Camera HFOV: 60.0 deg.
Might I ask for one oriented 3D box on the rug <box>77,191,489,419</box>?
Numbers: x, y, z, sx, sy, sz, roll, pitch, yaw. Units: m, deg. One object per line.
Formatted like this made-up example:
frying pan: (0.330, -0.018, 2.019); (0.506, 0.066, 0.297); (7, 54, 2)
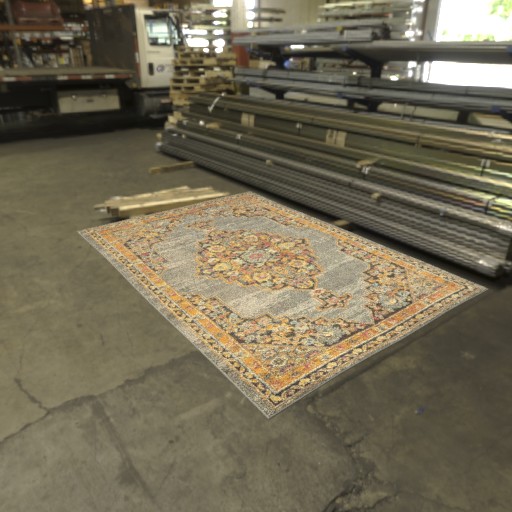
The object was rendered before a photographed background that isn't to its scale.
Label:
rug: (0.000, 0.000, 3.898); (2.158, 0.024, 3.063); (-18, 31, -33)
